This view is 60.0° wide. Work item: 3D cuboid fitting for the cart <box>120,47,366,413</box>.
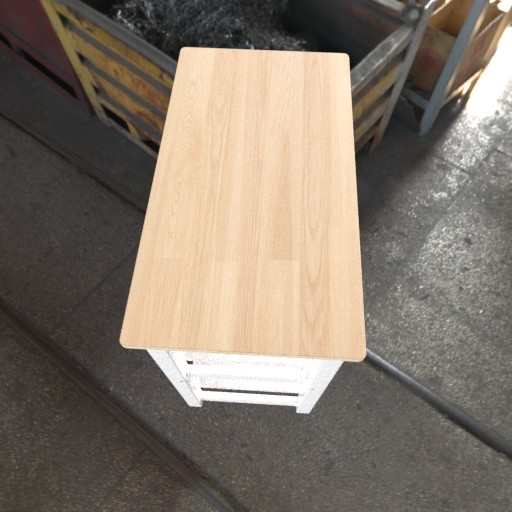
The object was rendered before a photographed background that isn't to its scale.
[{"bbox_3d":[0.000,0.000,1.431,0.457,0.927,0.899,3,62,2],"label":"cart"}]
